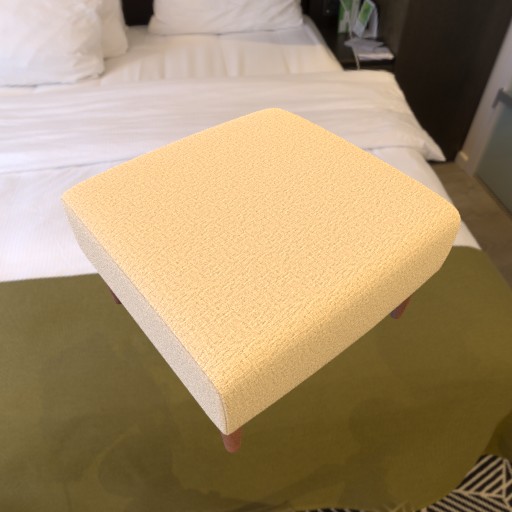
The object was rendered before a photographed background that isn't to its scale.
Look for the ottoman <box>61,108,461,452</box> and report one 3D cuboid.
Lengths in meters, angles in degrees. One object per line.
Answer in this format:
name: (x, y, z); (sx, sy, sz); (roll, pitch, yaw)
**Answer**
ottoman: (0.000, 0.000, 1.074); (0.650, 0.398, 0.649); (-30, 53, -26)
